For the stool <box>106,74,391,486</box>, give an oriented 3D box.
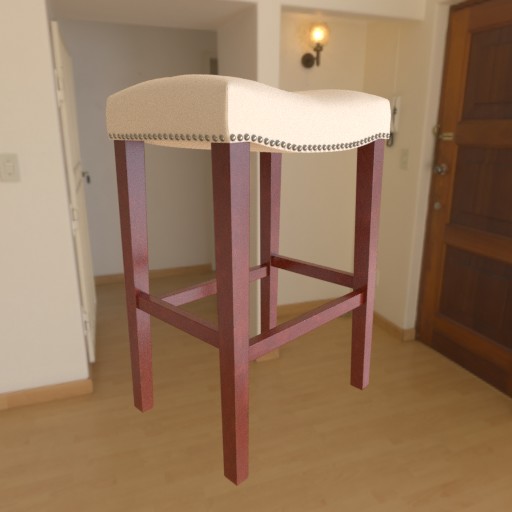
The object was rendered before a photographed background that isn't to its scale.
[{"bbox_3d":[0.000,0.000,1.025,0.372,0.742,0.504,15,21,42],"label":"stool"}]
